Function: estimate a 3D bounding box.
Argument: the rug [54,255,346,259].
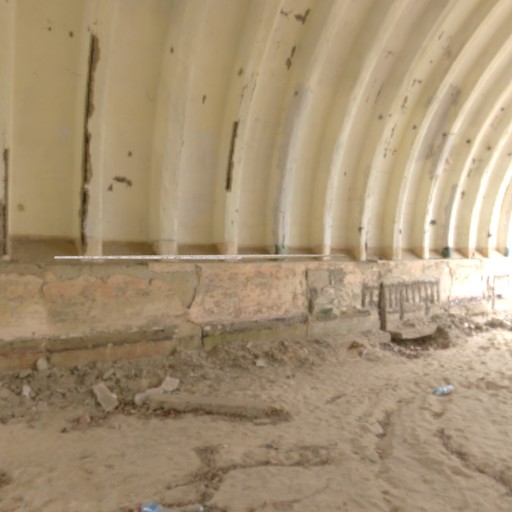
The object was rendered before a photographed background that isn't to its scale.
[{"bbox_3d":[0.000,0.000,2.672,0.750,0.009,2.435,0,0,19],"label":"rug"}]
